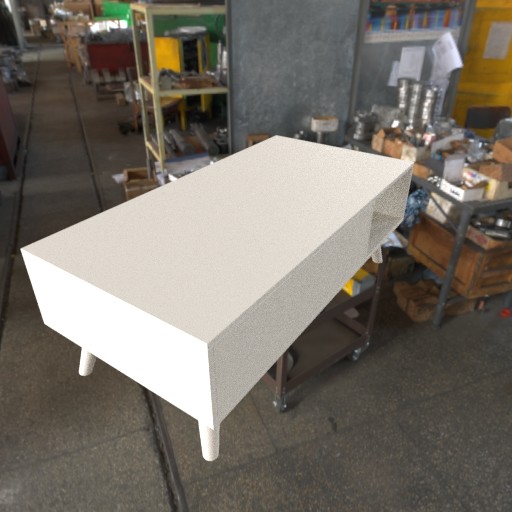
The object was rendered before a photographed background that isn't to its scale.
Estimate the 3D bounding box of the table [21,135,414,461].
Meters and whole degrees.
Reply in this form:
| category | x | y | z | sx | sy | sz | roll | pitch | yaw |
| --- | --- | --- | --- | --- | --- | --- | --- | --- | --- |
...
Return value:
| category | x | y | z | sx | sy | sz | roll | pitch | yaw |
| --- | --- | --- | --- | --- | --- | --- | --- | --- | --- |
| table | 0.000 | 0.000 | 1.493 | 0.609 | 0.432 | 1.194 | 20 | 37 | 29 |
